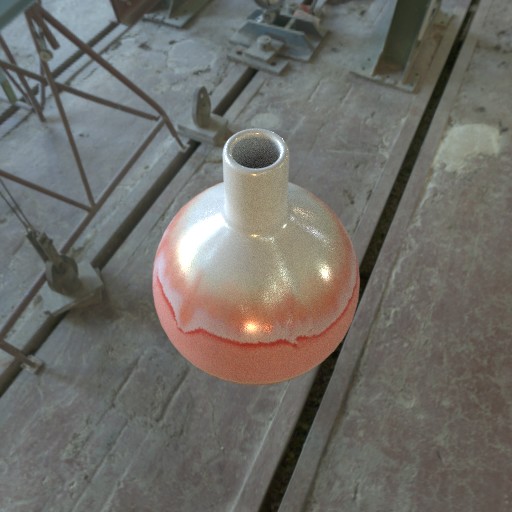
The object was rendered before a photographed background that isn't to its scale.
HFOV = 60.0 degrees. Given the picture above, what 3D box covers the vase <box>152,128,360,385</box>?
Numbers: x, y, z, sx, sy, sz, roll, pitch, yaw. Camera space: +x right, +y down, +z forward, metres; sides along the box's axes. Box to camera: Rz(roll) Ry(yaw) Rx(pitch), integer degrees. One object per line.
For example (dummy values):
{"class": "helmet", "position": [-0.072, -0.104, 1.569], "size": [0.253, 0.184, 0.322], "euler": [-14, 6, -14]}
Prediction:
{"class": "vase", "position": [0.000, 0.000, 0.274], "size": [0.137, 0.176, 0.137], "euler": [0, 57, 0]}
